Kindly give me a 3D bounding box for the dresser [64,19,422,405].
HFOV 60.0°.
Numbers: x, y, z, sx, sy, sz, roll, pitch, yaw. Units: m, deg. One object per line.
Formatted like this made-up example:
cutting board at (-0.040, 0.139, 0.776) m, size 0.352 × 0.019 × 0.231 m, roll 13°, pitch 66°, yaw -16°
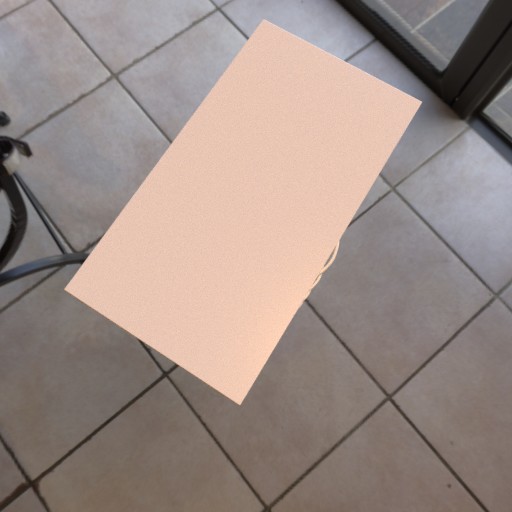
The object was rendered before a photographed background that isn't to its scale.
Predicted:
dresser at (0.000, 0.000, 1.363) m, size 0.401 × 1.021 × 0.704 m, roll 31°, pitch 78°, yaw 7°
